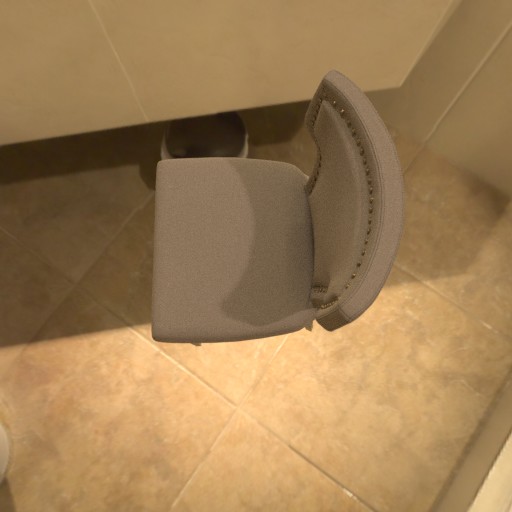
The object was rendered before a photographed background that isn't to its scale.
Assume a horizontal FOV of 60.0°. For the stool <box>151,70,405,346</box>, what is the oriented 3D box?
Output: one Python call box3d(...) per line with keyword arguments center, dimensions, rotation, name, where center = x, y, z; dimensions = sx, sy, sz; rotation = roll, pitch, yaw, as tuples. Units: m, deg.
box3d(center=(0.000, 0.000, 1.352), dimensions=(0.563, 1.092, 0.526), rotation=(-1, 76, 0), name="stool")
